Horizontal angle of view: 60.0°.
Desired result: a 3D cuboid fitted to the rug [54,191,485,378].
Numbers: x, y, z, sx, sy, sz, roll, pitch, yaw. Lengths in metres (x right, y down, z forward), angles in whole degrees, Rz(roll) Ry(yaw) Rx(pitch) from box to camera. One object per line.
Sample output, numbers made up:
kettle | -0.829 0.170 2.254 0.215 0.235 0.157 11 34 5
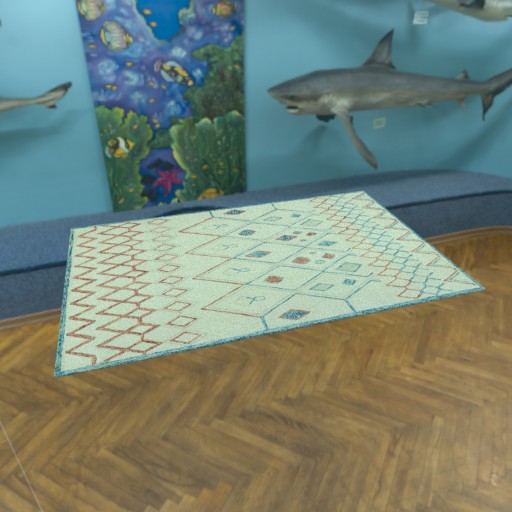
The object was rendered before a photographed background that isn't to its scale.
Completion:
rug | 0.000 0.000 2.998 2.438 0.015 1.524 -9 33 -14
